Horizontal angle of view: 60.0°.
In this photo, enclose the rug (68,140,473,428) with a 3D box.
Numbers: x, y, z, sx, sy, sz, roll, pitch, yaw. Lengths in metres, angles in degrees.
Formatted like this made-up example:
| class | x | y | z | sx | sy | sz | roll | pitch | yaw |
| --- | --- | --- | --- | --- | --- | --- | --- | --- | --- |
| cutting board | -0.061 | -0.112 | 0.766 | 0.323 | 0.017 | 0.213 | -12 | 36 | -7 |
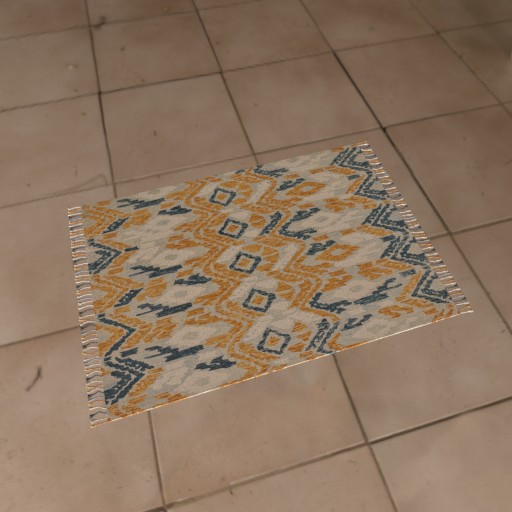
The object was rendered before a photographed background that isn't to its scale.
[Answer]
| class | x | y | z | sx | sy | sz | roll | pitch | yaw |
| --- | --- | --- | --- | --- | --- | --- | --- | --- | --- |
| rug | 0.000 | 0.000 | 2.308 | 1.827 | 0.008 | 1.230 | -15 | 59 | -9 |
